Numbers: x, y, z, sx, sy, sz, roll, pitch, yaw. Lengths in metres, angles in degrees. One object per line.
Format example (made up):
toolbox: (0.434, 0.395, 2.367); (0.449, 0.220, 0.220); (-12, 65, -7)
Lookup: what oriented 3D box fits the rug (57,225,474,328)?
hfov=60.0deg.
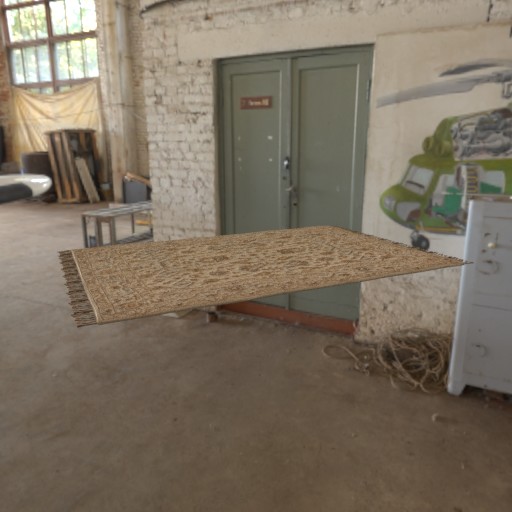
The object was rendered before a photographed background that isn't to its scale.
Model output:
rug: (0.000, 0.000, 3.032); (2.434, 0.027, 1.529); (-7, 16, -25)
